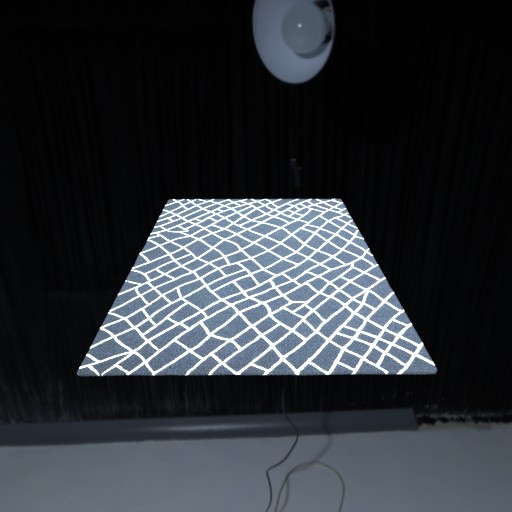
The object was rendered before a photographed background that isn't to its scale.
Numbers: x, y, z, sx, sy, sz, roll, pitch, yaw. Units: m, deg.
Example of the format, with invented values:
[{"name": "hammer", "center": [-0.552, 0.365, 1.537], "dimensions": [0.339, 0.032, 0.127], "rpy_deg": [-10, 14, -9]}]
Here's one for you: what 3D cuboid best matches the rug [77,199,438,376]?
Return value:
[{"name": "rug", "center": [0.000, 0.000, 2.310], "dimensions": [1.223, 0.013, 1.830], "rpy_deg": [0, 26, 0]}]
